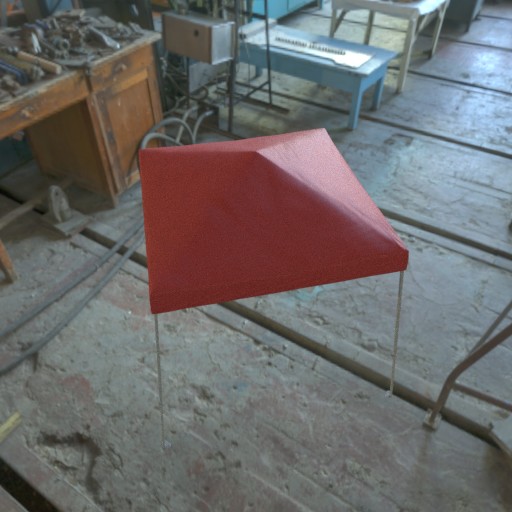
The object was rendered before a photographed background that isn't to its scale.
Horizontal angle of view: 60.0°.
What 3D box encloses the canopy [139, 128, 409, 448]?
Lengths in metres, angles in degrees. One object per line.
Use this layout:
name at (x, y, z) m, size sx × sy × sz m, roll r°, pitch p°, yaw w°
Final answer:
canopy at (0.000, 0.000, 6.716) m, size 3.599 × 3.600 × 3.600 m, roll -9°, pitch 45°, yaw -9°
